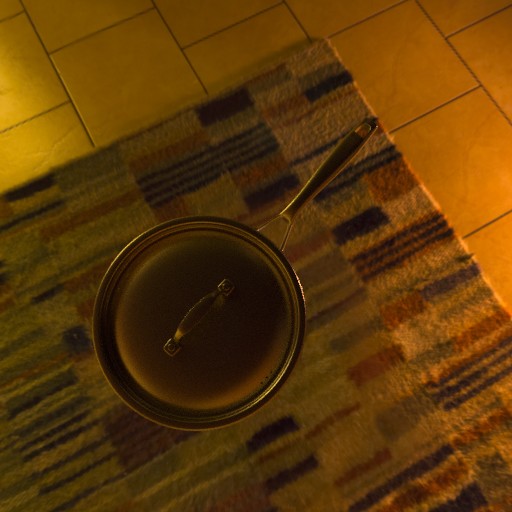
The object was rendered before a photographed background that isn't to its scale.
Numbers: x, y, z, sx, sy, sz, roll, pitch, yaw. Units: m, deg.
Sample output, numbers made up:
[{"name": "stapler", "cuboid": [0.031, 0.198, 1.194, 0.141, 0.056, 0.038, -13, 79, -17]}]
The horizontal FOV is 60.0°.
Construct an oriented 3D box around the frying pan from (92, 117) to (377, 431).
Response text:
[{"name": "frying pan", "cuboid": [0.000, 0.000, 0.592, 0.272, 0.086, 0.490, 40, 79, 9]}]
